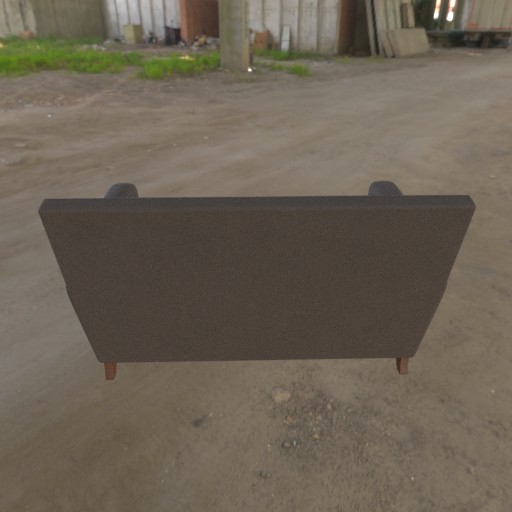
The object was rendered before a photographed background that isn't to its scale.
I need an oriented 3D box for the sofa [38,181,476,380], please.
[{"bbox_3d":[0.000,0.000,1.928,1.420,0.846,0.871,-1,29,-1],"label":"sofa"}]
